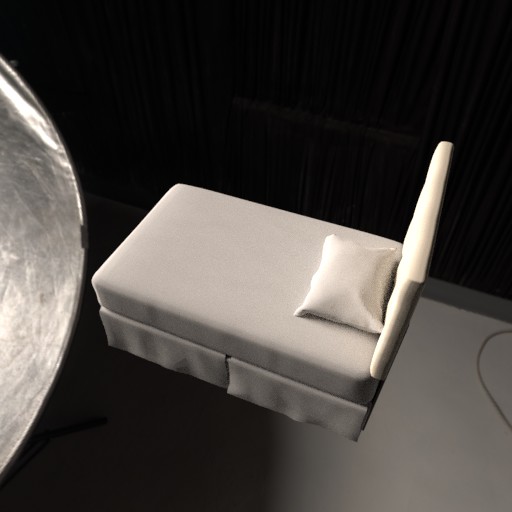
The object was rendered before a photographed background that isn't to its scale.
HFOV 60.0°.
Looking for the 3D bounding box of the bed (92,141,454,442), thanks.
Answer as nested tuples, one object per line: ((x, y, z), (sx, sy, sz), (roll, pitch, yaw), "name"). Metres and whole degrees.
((0.000, 0.000, 2.973), (1.997, 1.571, 1.261), (17, 49, 16), "bed")
